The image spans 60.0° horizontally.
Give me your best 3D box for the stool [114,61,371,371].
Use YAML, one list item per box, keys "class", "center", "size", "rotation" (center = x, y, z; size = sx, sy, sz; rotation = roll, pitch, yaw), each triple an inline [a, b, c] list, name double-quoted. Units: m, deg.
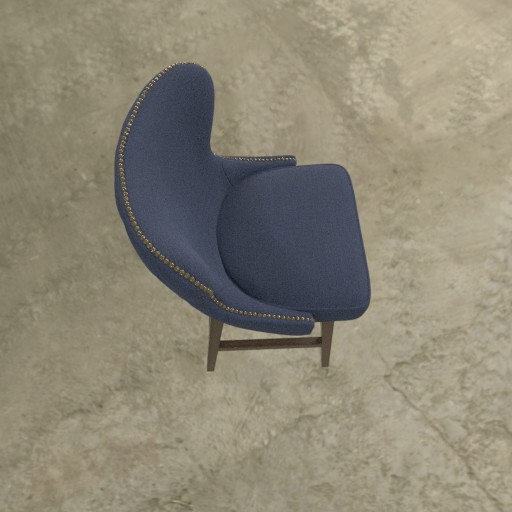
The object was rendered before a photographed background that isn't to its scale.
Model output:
- class: "stool"
  center: [0.000, 0.000, 1.344]
  size: [0.597, 0.972, 0.615]
  rotation: [-2, 62, -1]
